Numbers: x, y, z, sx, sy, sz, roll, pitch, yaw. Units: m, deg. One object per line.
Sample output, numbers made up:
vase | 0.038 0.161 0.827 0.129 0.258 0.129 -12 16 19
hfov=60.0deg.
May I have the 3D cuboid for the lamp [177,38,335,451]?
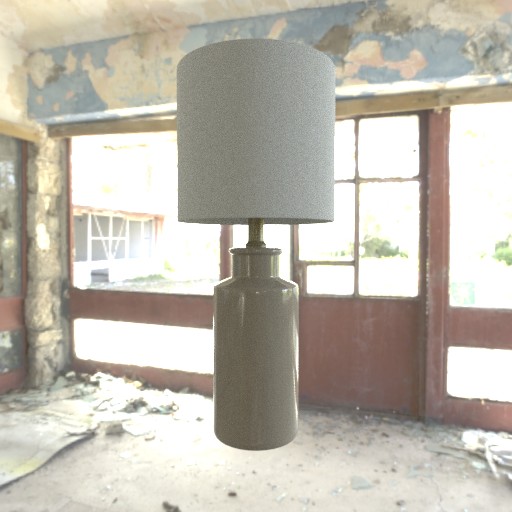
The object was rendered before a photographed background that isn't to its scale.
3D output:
lamp | 0.000 0.000 0.608 0.212 0.493 0.212 -1 2 -35
